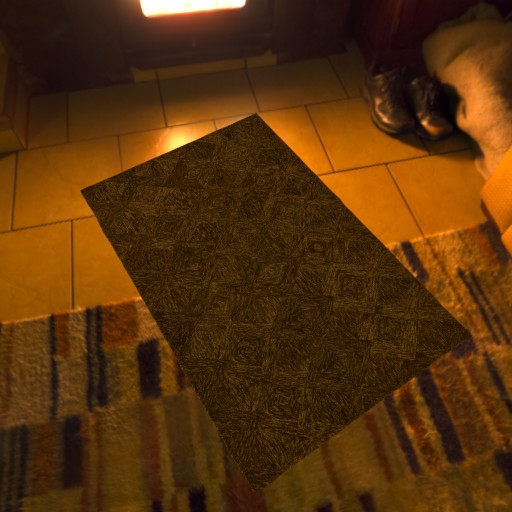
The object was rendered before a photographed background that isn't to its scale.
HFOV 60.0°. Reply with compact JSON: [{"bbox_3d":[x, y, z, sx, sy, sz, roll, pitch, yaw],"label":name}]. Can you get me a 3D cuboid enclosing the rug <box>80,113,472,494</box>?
[{"bbox_3d":[0.000,0.000,2.258,1.189,0.011,1.808,-29,62,-17],"label":"rug"}]
